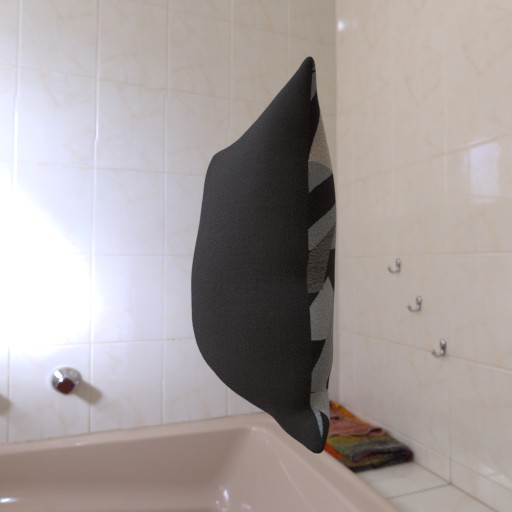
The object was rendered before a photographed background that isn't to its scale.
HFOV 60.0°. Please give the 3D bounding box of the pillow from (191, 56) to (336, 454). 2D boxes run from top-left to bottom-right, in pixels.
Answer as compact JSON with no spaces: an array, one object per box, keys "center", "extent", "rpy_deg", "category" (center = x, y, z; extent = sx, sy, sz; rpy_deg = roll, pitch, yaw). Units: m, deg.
[{"center":[0.000,0.000,0.779],"extent":[0.208,0.496,0.503],"rpy_deg":[1,-2,-19],"category":"pillow"}]
